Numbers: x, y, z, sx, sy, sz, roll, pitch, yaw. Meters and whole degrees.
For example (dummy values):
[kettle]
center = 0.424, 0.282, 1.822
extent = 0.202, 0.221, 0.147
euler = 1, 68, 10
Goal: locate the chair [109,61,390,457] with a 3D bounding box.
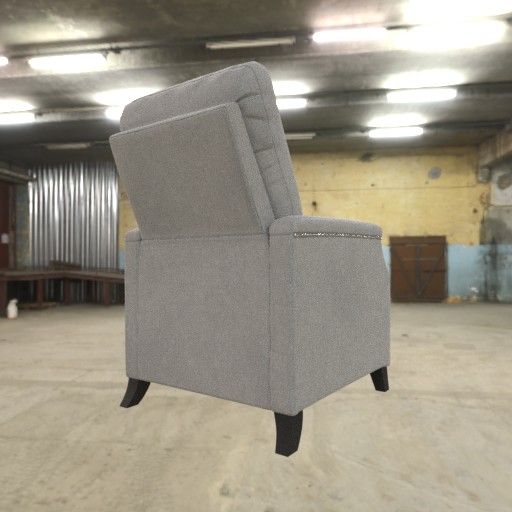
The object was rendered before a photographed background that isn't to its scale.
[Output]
[chair]
center = 0.000, 0.000, 1.613
extent = 0.710, 1.049, 0.922
euler = -1, -1, 36
